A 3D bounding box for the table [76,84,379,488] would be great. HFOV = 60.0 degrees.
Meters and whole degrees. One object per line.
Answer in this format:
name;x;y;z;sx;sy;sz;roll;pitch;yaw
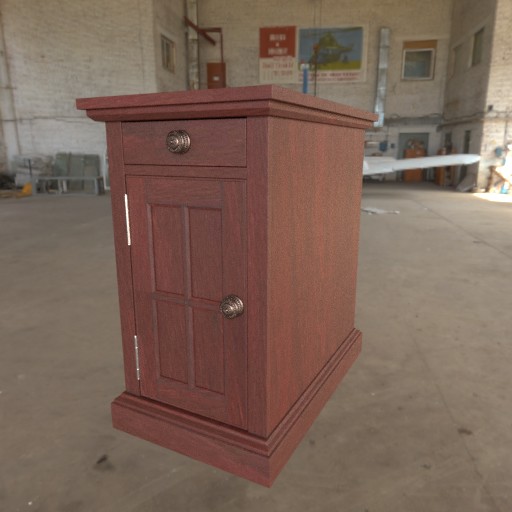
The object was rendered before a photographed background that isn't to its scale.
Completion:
table;0.000;0.000;0.963;0.356;0.612;0.584;7;15;27
